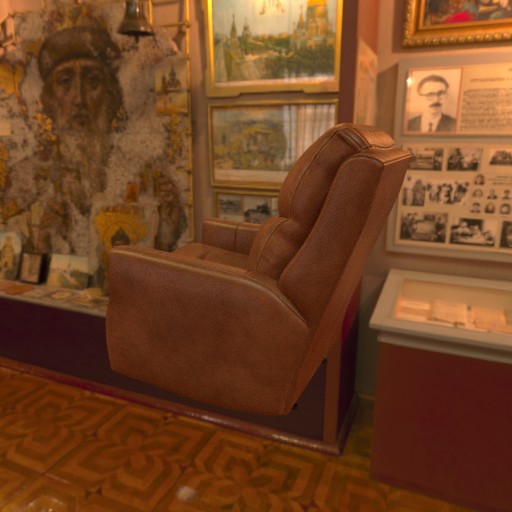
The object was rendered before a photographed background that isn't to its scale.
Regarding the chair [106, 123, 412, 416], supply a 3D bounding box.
[{"bbox_3d":[0.000,0.000,1.797,1.072,1.016,0.821,7,16,24],"label":"chair"}]
